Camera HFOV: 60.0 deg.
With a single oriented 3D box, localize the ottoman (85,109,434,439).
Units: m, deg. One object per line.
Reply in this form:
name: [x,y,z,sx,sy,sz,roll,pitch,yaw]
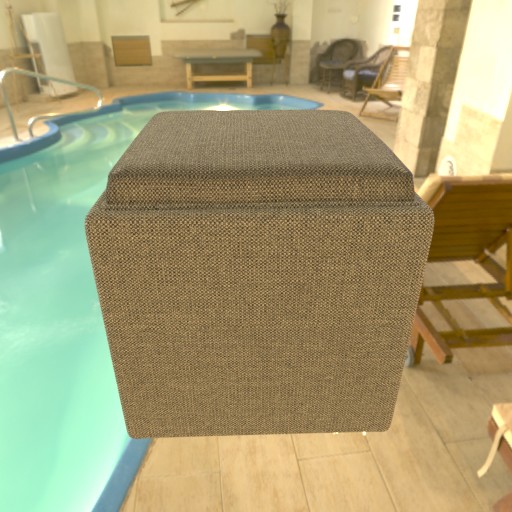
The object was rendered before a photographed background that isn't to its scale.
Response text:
ottoman: [0.000,0.000,0.832,0.454,0.487,0.436,-1,29,-2]
